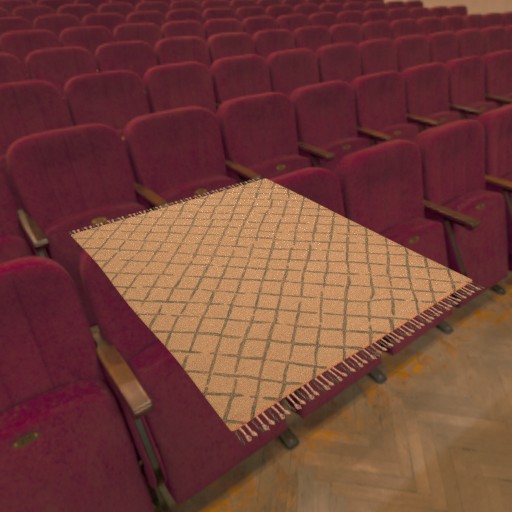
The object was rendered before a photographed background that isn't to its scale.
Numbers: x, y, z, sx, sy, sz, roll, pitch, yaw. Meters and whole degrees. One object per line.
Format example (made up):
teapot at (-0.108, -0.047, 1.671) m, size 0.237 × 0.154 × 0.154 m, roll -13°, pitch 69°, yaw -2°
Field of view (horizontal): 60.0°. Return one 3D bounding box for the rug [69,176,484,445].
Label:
rug at (0.000, 0.000, 4.773) m, size 2.892 × 0.036 × 3.585 m, roll -22°, pitch 38°, yaw -31°
